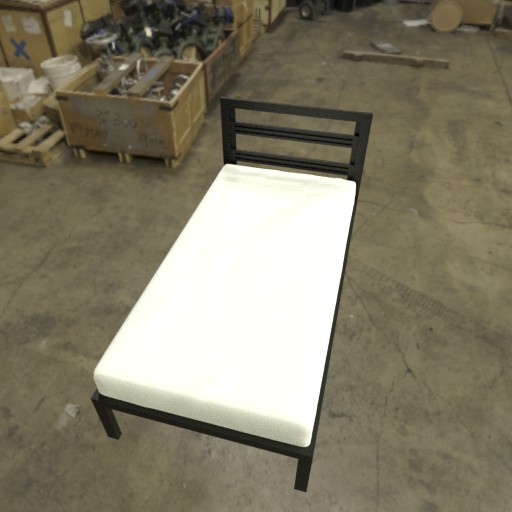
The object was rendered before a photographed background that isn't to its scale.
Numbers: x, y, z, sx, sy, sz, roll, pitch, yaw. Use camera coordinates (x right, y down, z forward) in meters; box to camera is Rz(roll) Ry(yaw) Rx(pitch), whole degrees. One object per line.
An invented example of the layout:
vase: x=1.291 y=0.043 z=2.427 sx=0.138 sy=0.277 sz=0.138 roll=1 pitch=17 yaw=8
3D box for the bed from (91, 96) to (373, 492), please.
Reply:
bed: x=0.000 y=0.000 z=2.471 sx=0.991 sy=0.967 sz=1.930 roll=10 pitch=42 yaw=11
